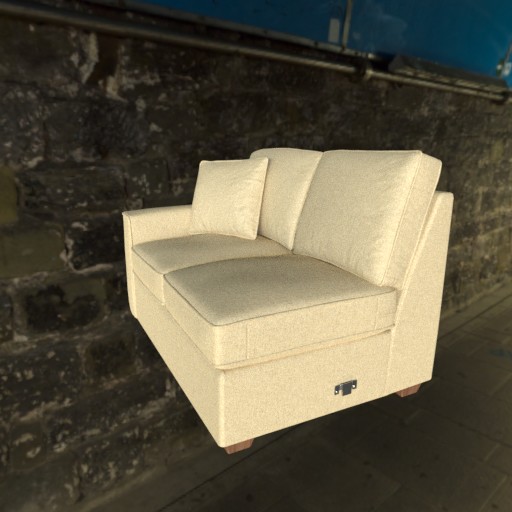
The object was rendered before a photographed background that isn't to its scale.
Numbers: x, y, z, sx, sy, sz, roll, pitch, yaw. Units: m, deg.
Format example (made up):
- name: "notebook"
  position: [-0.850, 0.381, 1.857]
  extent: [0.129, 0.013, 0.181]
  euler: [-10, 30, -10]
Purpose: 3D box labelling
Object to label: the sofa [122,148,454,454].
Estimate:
- name: "sofa"
  position: [0.000, 0.000, 2.093]
  extent: [0.991, 0.989, 1.388]
  euler: [-7, 16, -26]
